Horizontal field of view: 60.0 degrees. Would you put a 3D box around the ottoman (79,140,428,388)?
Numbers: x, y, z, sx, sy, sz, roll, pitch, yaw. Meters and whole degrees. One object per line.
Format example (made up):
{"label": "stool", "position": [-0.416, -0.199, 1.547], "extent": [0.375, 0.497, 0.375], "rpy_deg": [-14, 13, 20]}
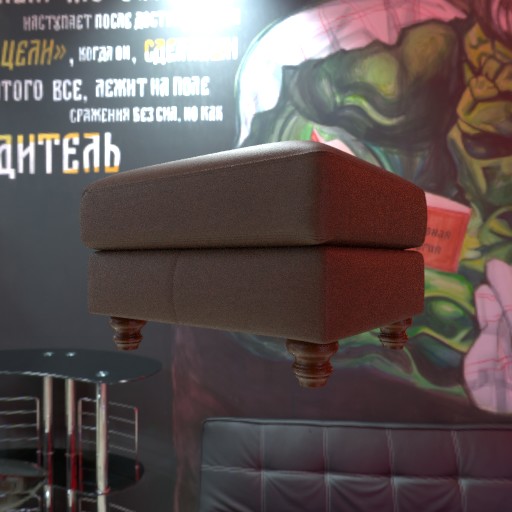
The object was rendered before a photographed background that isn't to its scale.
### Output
{"label": "ottoman", "position": [0.000, 0.000, 1.217], "extent": [0.787, 0.508, 0.635], "rpy_deg": [0, -1, 37]}
